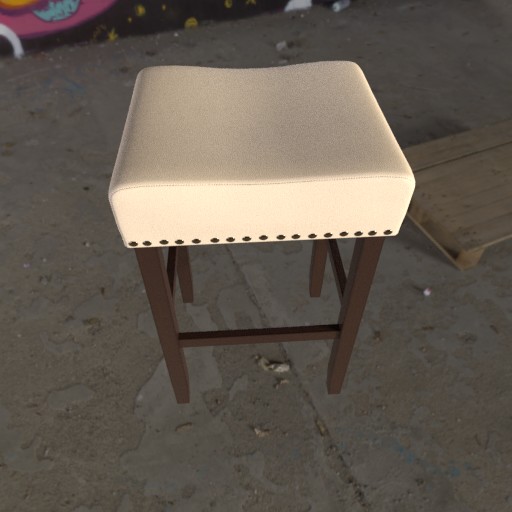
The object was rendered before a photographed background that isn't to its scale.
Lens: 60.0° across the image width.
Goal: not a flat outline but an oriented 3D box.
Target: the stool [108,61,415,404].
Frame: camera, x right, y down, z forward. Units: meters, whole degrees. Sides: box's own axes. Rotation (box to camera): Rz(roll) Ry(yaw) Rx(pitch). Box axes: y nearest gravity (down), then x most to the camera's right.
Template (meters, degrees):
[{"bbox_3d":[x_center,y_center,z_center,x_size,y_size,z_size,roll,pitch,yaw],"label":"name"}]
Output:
[{"bbox_3d":[0.000,0.000,1.059,0.471,0.762,0.401,-3,47,-3],"label":"stool"}]
